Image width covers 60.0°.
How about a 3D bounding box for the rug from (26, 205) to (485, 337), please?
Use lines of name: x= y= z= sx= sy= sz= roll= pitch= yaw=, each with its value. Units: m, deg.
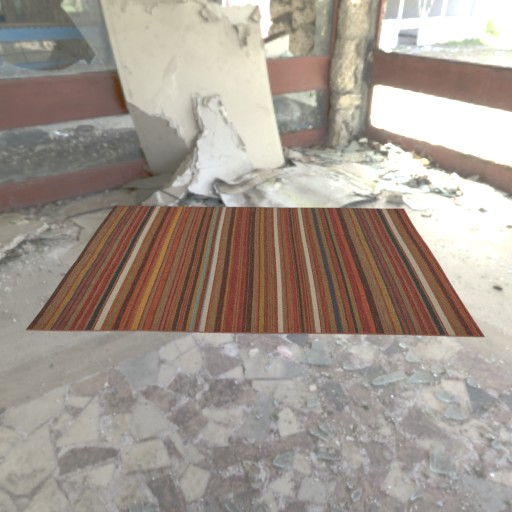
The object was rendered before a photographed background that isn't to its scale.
rug: x=0.000 y=0.000 z=2.277 sx=1.828 sy=0.007 sz=1.217 roll=1 pitch=30 yaw=1
